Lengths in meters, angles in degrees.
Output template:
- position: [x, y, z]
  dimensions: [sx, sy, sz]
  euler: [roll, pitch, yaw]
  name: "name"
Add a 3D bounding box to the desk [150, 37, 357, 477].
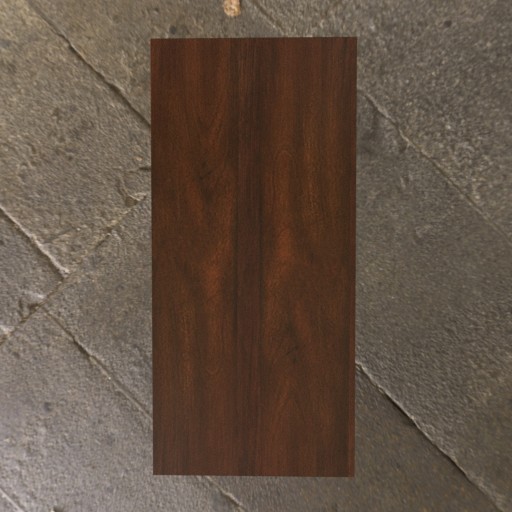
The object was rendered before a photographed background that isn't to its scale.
- position: [0.000, 0.000, 2.106]
  dimensions: [0.734, 1.031, 1.577]
  euler: [0, 91, 1]
  name: "desk"
